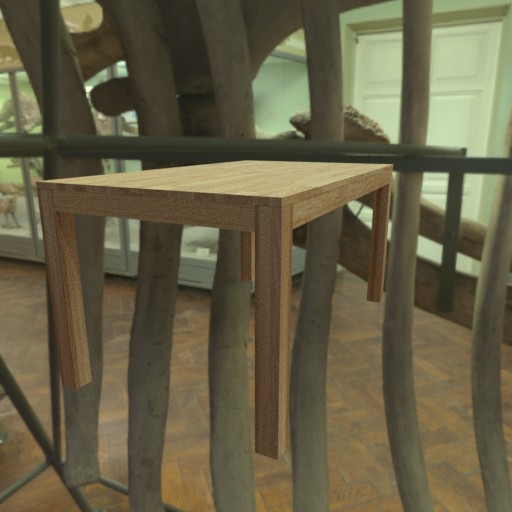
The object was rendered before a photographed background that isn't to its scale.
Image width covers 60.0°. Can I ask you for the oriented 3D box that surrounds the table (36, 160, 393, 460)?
[{"bbox_3d":[0.000,0.000,2.039,0.900,0.770,1.500,7,17,26],"label":"table"}]
